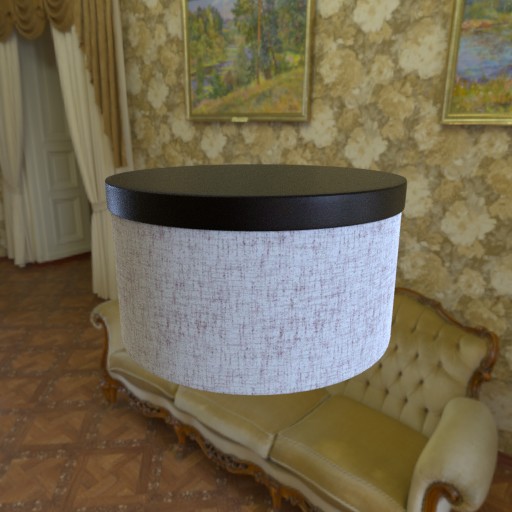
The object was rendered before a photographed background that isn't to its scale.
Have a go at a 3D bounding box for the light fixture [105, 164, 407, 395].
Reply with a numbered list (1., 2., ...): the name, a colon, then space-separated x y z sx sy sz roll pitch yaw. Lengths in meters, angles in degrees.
1. light fixture: 0.000 0.000 0.631 0.389 0.229 0.389 0 16 0
